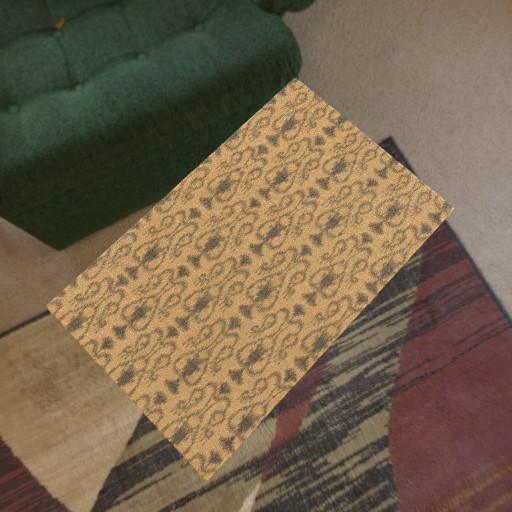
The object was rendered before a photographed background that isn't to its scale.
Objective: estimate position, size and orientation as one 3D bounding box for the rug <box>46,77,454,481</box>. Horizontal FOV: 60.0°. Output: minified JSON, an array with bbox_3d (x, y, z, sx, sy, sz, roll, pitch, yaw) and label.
[{"bbox_3d":[0.000,0.000,2.049,1.035,0.006,1.652,43,79,10],"label":"rug"}]
